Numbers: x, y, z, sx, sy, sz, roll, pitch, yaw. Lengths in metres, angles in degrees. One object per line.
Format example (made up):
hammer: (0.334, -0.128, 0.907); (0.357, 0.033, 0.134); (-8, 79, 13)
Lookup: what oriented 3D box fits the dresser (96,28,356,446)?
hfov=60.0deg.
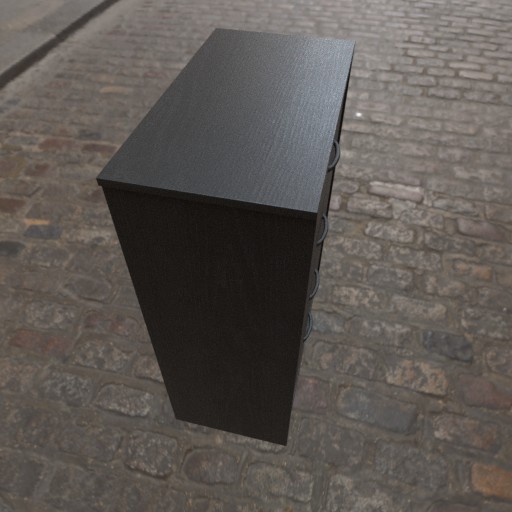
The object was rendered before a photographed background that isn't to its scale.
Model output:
dresser: (0.000, 0.000, 1.333); (0.398, 1.020, 0.700); (10, 48, 9)
